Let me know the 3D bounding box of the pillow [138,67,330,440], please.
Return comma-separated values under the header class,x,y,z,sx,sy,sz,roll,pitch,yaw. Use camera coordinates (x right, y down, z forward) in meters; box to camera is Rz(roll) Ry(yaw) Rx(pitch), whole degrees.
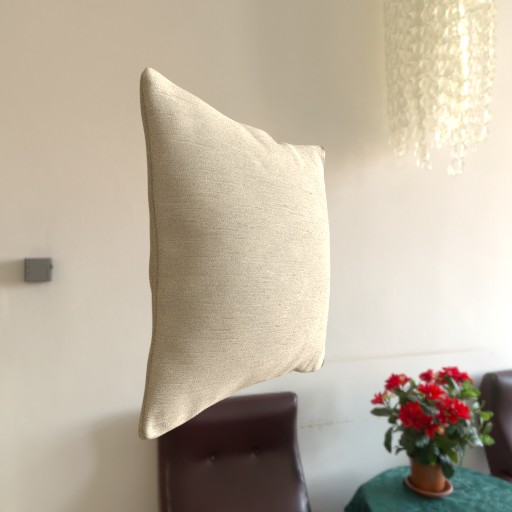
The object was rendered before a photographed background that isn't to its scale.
class,x,y,z,sx,sy,sz,roll,pitch,yaw
pillow,0.000,0.000,0.666,0.162,0.420,0.437,-1,-1,36
